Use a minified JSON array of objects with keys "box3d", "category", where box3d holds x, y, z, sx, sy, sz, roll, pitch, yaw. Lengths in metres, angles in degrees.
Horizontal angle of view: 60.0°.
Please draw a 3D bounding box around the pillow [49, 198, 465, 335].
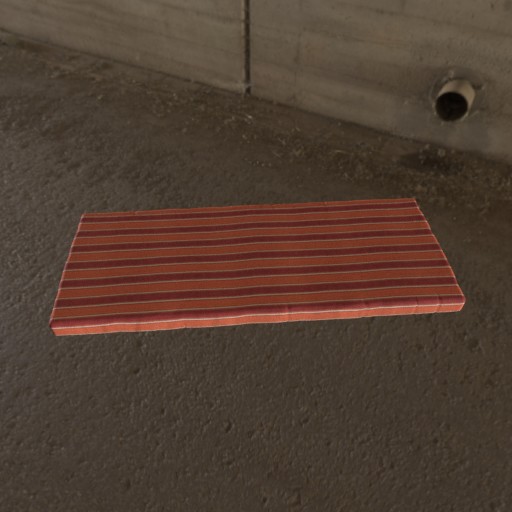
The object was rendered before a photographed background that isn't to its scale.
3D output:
[{"box3d":[0.000,0.000,1.386,1.187,0.081,0.492,-3,47,-3],"category":"pillow"}]
